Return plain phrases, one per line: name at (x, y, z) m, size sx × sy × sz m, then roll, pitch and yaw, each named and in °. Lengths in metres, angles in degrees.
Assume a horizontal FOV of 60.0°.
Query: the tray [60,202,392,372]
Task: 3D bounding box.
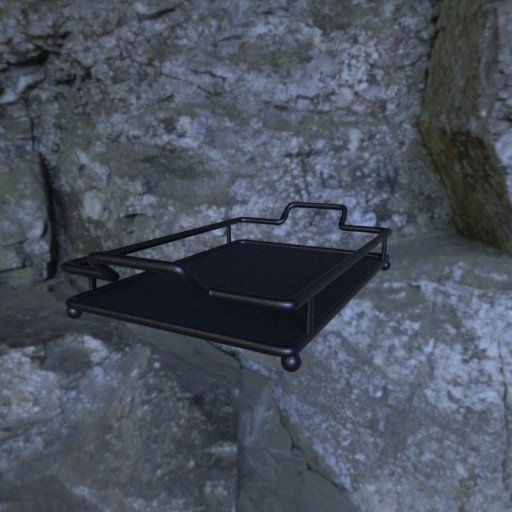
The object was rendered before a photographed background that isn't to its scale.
tray at (0.000, 0.000, 0.624) m, size 0.297 × 0.101 × 0.495 m, roll 7°, pitch 15°, yaw 27°
